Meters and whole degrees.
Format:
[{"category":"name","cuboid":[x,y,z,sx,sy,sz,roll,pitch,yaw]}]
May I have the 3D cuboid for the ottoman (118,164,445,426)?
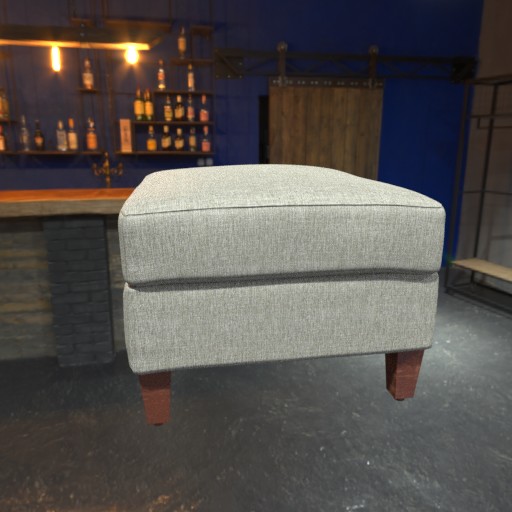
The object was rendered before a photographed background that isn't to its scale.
[{"category":"ottoman","cuboid":[0.000,0.000,1.236,0.639,0.494,0.873,-2,15,-9]}]
